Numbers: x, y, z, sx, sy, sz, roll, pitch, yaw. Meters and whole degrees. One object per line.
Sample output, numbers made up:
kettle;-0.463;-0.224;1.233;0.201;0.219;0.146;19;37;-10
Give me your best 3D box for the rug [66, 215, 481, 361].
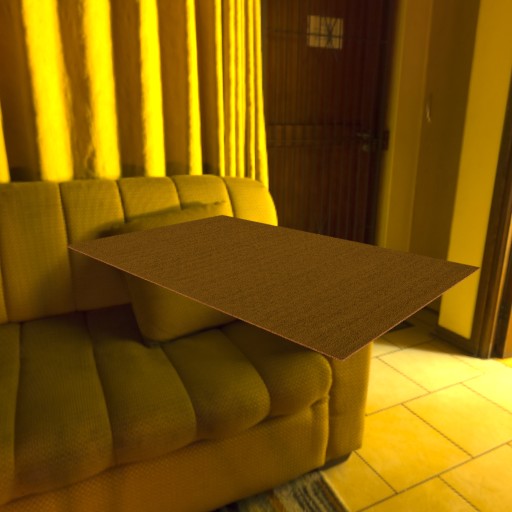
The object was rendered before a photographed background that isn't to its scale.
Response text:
rug;0.000;0.000;2.212;1.752;0.006;1.142;15;23;41
